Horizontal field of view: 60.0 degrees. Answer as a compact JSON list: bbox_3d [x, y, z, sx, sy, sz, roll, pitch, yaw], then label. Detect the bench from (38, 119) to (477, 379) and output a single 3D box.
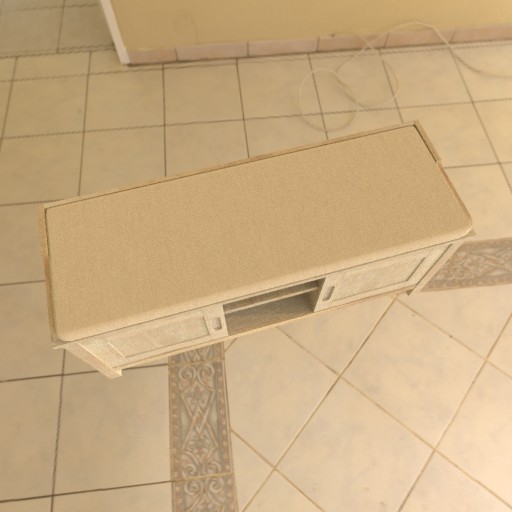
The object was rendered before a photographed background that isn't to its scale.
[{"bbox_3d":[0.000,0.000,1.407,1.140,0.501,0.398,-14,65,-7],"label":"bench"}]
